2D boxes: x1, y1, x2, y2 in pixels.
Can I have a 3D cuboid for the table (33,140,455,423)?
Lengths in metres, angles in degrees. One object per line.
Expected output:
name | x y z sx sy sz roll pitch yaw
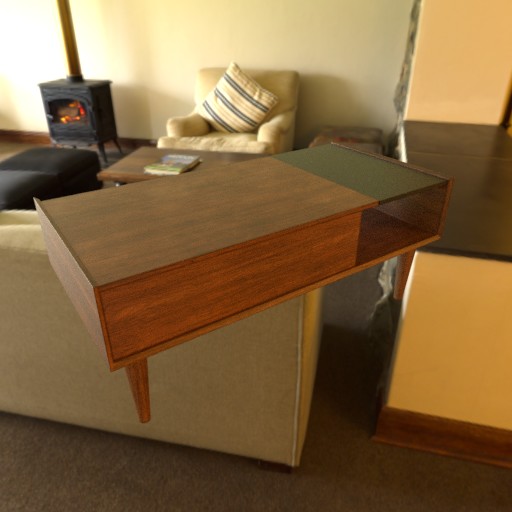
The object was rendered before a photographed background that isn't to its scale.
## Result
table | 0.000 0.000 1.550 1.221 0.508 0.610 -18 34 -30
